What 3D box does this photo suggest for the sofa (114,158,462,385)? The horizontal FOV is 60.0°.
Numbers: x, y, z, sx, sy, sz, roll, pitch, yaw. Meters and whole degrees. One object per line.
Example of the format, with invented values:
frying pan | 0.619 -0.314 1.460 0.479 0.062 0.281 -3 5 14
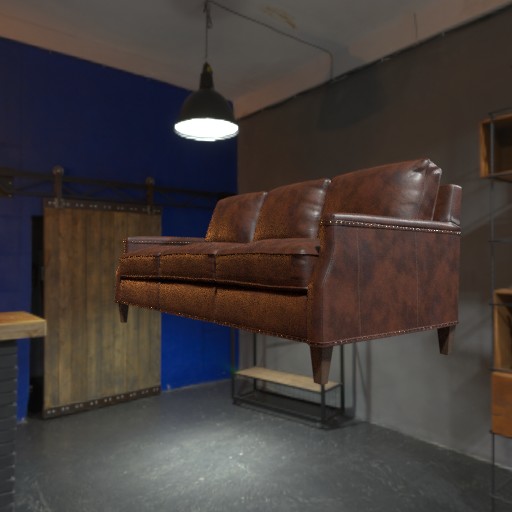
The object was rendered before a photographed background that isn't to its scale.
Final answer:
sofa | 0.000 0.000 2.837 1.084 1.003 2.240 0 -1 -37
